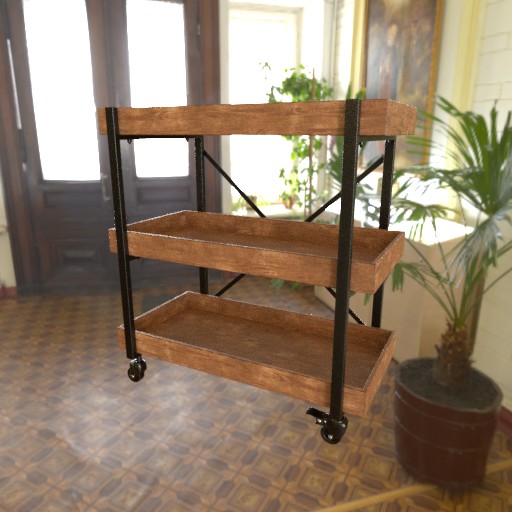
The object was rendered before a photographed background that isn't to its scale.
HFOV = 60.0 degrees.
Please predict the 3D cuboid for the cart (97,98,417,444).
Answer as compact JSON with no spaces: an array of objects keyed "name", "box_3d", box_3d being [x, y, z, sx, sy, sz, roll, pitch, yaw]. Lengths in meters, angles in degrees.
[{"name":"cart","box_3d":[0.000,0.000,1.261,0.750,0.800,0.411,8,17,26]}]
